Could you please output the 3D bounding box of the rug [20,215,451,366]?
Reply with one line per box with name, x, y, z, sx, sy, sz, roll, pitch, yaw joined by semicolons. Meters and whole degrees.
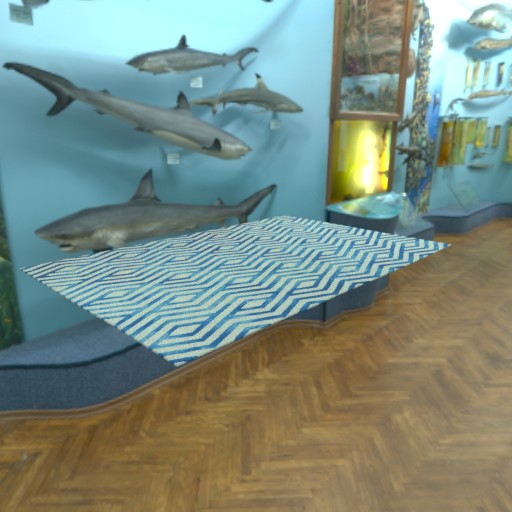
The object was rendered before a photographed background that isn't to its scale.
rug;0.000;0.000;2.233;1.225;0.008;1.830;15;22;43
